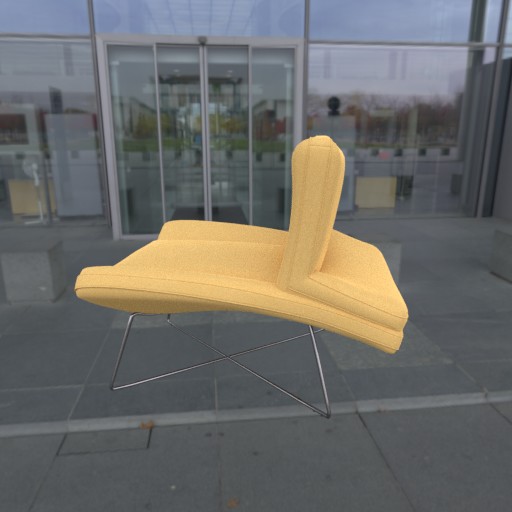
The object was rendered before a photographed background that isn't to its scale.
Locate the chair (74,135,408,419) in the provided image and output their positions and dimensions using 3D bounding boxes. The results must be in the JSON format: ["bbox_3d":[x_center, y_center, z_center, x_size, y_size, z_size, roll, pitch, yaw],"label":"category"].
[{"bbox_3d":[0.000,0.000,1.636,1.008,0.855,0.859,2,16,8],"label":"chair"}]
